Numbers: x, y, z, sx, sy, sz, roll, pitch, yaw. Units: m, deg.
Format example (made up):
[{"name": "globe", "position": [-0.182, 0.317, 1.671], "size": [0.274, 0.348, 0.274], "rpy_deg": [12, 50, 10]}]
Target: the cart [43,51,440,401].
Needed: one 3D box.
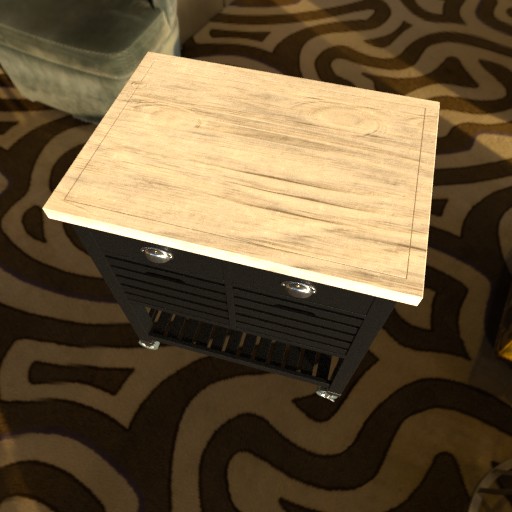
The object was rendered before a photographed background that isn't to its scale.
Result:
[{"name": "cart", "position": [0.000, 0.000, 1.410], "size": [0.797, 0.920, 0.567], "rpy_deg": [13, 59, 8]}]
